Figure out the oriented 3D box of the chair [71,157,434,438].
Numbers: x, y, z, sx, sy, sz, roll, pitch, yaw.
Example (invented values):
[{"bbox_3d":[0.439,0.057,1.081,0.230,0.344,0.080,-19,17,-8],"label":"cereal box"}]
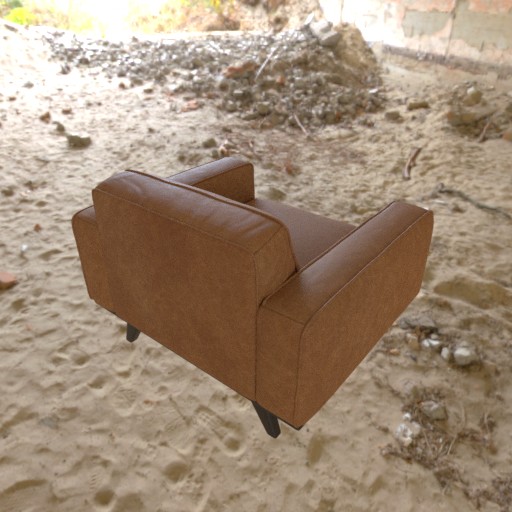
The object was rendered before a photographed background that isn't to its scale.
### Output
[{"bbox_3d":[0.000,0.000,1.807,1.118,0.782,0.952,22,37,32],"label":"chair"}]
